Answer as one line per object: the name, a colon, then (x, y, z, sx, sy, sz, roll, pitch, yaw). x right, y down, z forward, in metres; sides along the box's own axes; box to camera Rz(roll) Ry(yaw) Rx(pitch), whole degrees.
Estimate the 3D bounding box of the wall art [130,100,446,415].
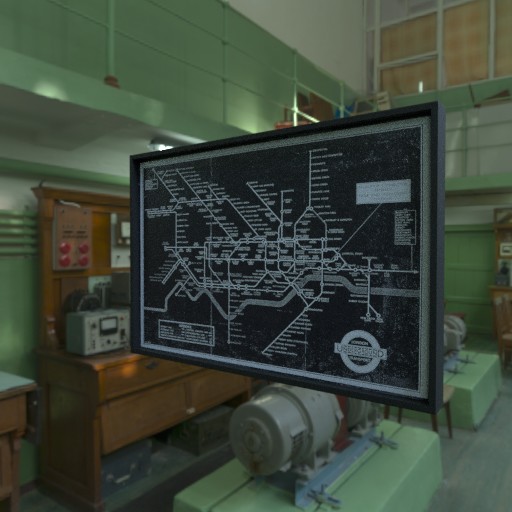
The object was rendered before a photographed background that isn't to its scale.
wall art: (0.000, 0.000, 0.852, 0.671, 0.456, 0.051, 1, 1, 35)
